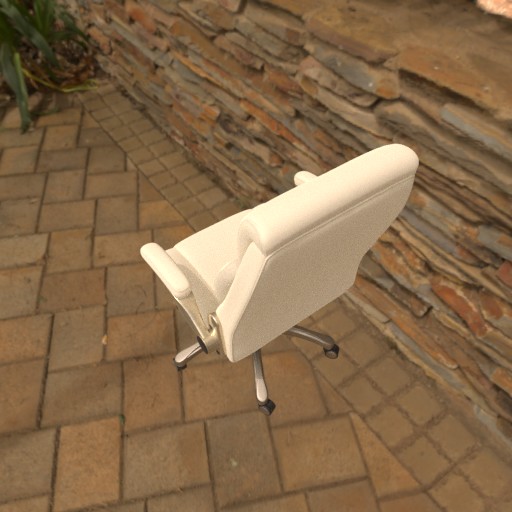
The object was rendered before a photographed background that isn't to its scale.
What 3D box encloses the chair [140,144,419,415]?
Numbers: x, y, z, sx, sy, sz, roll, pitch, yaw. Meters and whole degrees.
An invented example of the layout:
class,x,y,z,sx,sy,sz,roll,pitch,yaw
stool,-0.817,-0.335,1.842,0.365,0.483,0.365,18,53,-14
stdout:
class,x,y,z,sx,sy,sz,roll,pitch,yaw
chair,0.000,0.000,1.602,0.740,1.110,0.794,-32,54,-26
